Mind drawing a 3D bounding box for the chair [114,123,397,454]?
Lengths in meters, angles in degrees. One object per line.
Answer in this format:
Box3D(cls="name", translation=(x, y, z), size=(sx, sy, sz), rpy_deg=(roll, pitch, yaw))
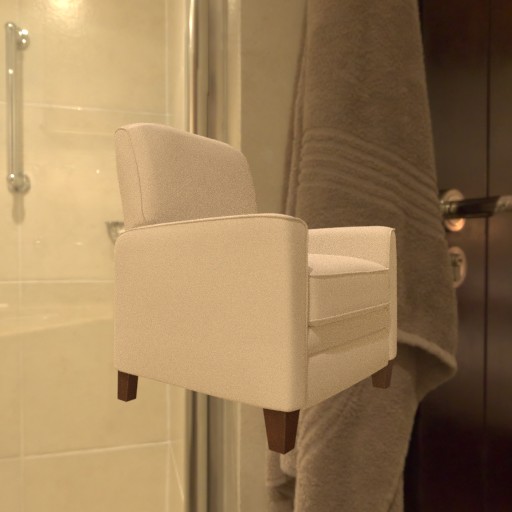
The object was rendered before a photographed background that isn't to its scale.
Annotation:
Box3D(cls="chair", translation=(0.000, 0.000, 1.673), size=(0.858, 1.028, 0.841), rpy_deg=(0, 1, 37))
